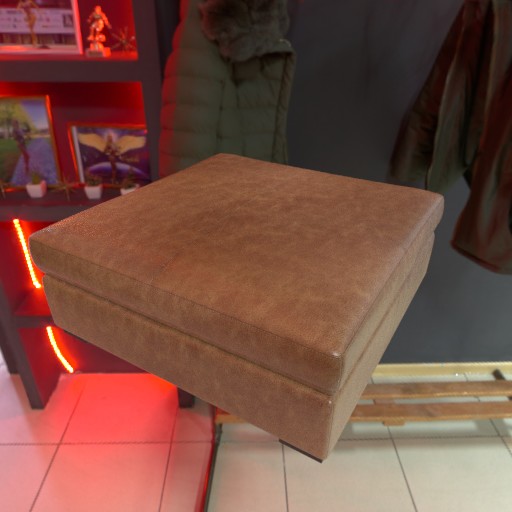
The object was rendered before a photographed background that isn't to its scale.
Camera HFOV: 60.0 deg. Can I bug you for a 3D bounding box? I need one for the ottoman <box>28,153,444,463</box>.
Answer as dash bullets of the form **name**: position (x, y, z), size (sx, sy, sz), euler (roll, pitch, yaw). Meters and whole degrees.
- **ottoman**: position (0.000, 0.000, 1.779), size (1.169, 0.483, 1.168), euler (17, 34, 27)
